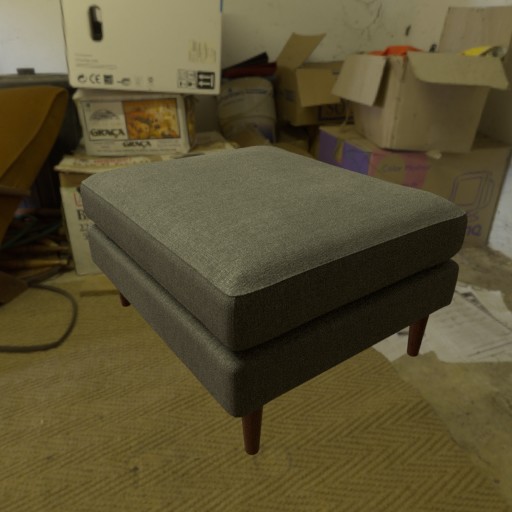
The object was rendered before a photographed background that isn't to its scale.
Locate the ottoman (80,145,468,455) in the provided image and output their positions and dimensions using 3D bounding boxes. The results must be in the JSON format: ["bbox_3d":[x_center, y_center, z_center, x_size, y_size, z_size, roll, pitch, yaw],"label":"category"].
[{"bbox_3d":[0.000,0.000,1.237,0.693,0.474,0.821,-18,31,-32],"label":"ottoman"}]
